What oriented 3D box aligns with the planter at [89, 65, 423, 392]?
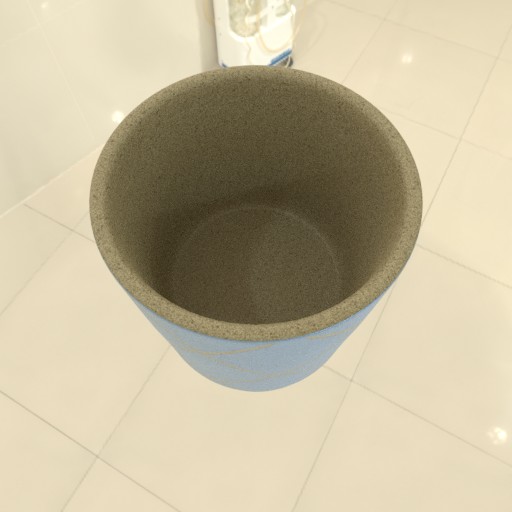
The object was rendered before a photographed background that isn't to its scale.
[{"bbox_3d":[0.000,0.000,0.409,0.227,0.235,0.227,0,63,0],"label":"planter"}]
